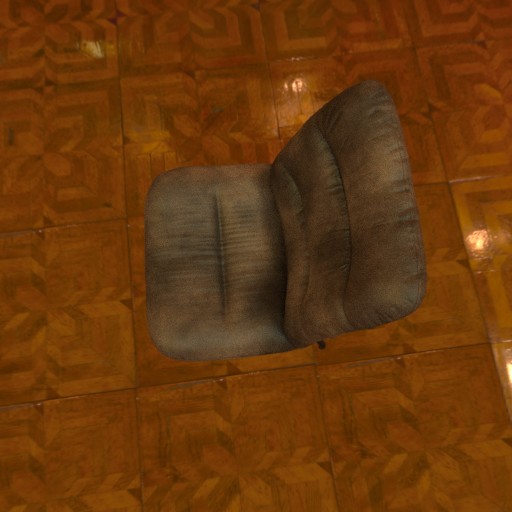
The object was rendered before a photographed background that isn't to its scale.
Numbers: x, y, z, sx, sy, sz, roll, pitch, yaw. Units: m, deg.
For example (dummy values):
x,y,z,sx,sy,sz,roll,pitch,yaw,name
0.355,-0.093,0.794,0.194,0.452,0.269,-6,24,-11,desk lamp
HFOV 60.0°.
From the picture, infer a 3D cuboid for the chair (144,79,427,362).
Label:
x,y,z,sx,sy,sz,roll,pitch,yaw,name
0.000,0.000,1.237,0.622,0.870,0.549,-5,75,-1,chair
